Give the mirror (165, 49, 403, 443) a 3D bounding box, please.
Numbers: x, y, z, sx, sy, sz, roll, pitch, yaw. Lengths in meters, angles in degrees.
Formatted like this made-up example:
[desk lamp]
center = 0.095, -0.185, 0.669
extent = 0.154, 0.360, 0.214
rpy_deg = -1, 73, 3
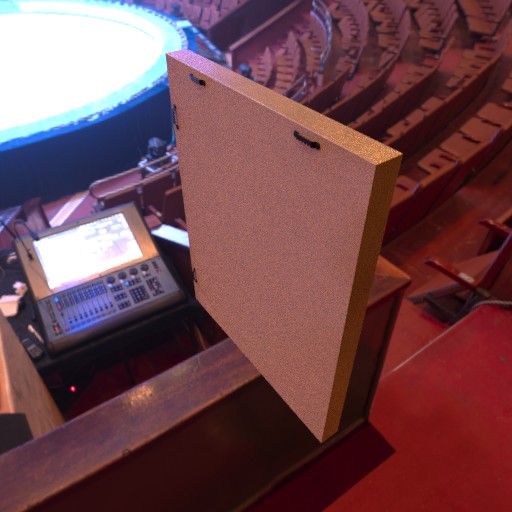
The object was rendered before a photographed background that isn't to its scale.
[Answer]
[mirror]
center = 0.000, 0.000, 0.689
extent = 0.041, 0.509, 0.406
rpy_deg = -25, 47, -27
